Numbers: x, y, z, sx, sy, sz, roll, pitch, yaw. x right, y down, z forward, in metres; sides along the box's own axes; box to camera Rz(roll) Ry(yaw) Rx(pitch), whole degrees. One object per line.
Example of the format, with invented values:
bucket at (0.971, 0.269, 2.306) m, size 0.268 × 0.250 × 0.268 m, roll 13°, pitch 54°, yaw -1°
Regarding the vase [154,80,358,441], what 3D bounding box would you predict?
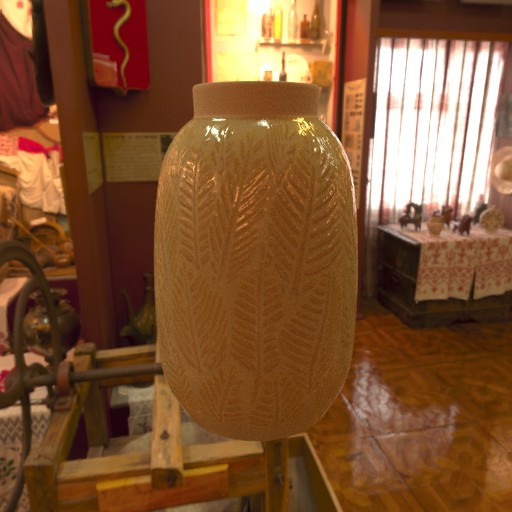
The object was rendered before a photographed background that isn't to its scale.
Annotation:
vase at (0.000, 0.000, 0.377) m, size 0.172 × 0.270 × 0.172 m, roll 0°, pitch 16°, yaw 0°
